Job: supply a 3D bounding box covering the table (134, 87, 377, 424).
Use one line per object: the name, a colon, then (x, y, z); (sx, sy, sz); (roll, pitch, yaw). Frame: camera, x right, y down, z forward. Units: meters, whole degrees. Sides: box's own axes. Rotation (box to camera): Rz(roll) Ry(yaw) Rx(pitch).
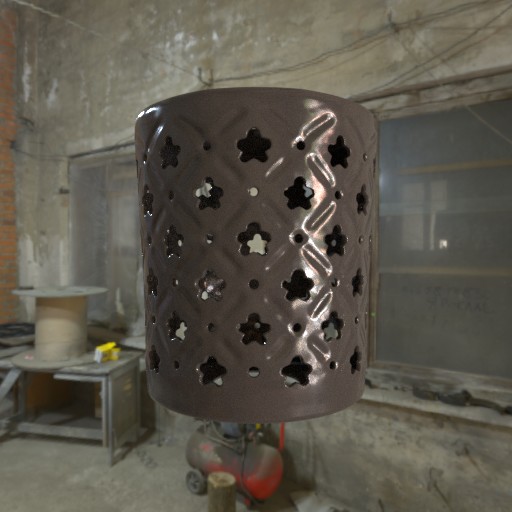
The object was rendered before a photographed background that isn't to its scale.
table: (0.000, 0.000, 0.662); (0.352, 0.387, 0.352); (0, 1, 0)
